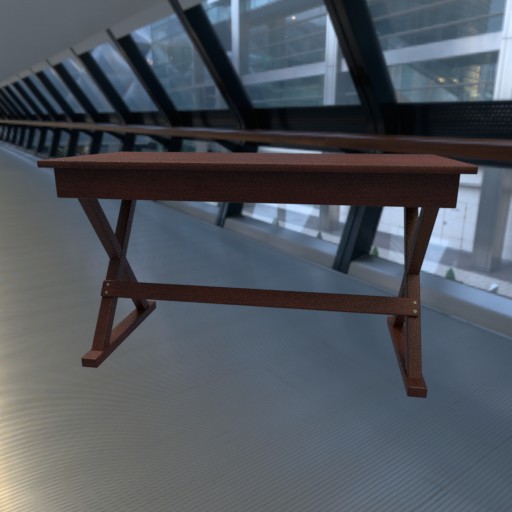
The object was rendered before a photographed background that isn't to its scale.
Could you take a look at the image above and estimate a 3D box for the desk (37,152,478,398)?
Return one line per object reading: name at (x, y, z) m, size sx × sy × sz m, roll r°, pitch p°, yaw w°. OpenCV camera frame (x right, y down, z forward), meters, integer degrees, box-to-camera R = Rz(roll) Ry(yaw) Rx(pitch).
desk at (0.000, 0.000, 1.746) m, size 1.372 × 0.761 × 0.600 m, roll 3°, pitch 16°, yaw 9°
